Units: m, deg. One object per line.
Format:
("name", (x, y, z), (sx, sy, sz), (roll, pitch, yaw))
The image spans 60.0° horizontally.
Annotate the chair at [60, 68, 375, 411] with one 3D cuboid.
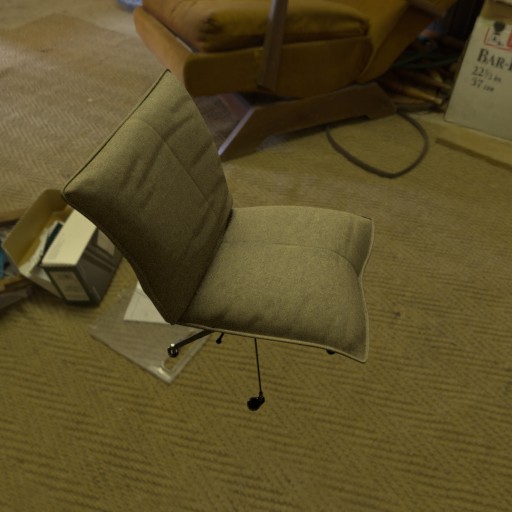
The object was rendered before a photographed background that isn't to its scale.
("chair", (0.000, 0.000, 1.307), (0.696, 0.811, 0.597), (10, 46, 9))
